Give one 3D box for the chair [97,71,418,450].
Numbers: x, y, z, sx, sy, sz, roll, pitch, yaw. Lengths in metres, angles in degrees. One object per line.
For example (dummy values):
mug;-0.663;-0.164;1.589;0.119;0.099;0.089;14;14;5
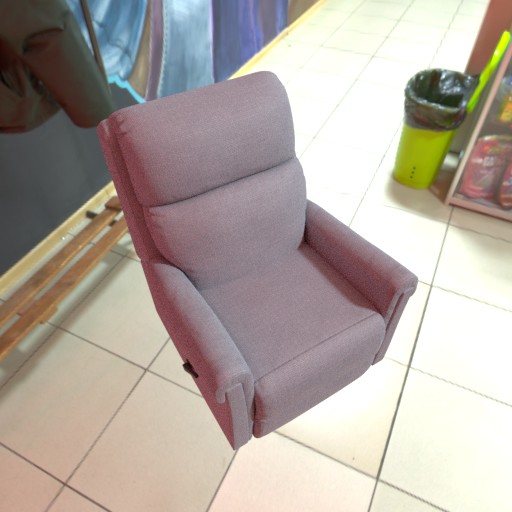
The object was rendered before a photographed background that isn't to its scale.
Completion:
chair;0.000;0.000;1.745;0.838;1.054;1.014;-24;51;-21
